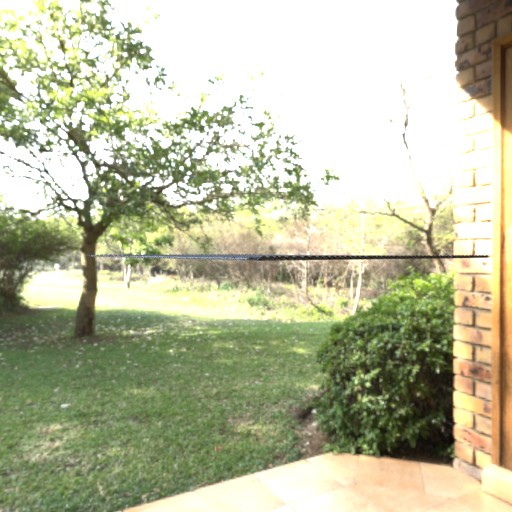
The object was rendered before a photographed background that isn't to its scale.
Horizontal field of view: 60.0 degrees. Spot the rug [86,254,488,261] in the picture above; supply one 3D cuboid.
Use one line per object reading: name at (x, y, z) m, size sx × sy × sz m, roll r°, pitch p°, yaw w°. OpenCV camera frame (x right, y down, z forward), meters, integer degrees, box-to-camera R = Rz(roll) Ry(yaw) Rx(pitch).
rug at (0.000, 0.000, 2.994) m, size 1.613 × 0.017 × 2.312 m, roll 0°, pitch 0°, yaw -36°
